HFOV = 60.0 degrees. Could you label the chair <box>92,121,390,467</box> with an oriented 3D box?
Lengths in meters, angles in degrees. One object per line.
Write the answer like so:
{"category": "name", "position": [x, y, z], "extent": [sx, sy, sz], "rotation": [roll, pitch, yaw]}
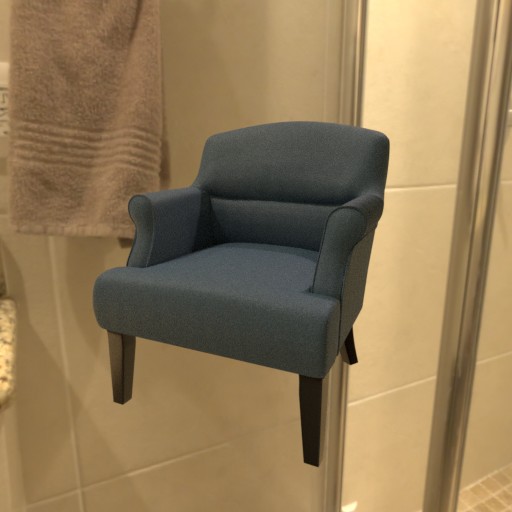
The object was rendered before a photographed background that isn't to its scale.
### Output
{"category": "chair", "position": [0.000, 0.000, 1.451], "extent": [0.770, 0.878, 0.754], "rotation": [7, 15, 25]}
